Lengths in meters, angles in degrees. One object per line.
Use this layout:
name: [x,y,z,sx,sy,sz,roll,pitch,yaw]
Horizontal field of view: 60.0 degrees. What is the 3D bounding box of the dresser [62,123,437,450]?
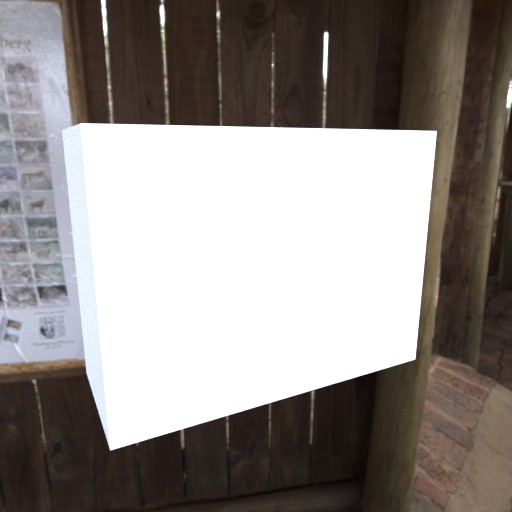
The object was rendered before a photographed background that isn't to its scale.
dresser: [0.000,0.000,1.505,1.100,0.820,0.460,-7,16,-27]
